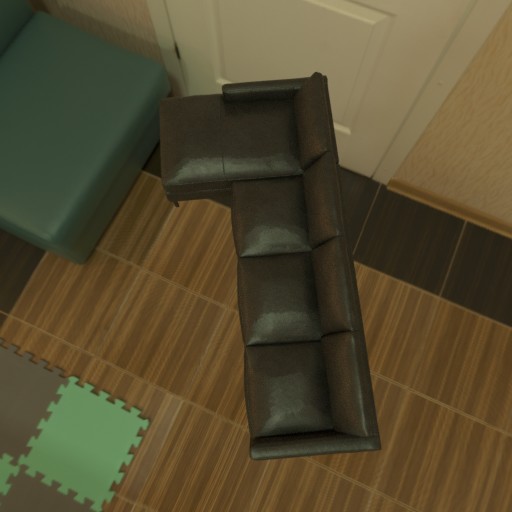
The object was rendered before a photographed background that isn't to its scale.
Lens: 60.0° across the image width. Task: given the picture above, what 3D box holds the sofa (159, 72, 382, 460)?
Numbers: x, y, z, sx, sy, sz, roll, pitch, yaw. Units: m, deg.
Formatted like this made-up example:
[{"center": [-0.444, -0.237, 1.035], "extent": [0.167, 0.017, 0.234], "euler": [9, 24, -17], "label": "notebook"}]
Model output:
[{"center": [0.000, 0.000, 3.585], "extent": [1.471, 0.859, 2.993], "euler": [-5, 75, -1], "label": "sofa"}]
